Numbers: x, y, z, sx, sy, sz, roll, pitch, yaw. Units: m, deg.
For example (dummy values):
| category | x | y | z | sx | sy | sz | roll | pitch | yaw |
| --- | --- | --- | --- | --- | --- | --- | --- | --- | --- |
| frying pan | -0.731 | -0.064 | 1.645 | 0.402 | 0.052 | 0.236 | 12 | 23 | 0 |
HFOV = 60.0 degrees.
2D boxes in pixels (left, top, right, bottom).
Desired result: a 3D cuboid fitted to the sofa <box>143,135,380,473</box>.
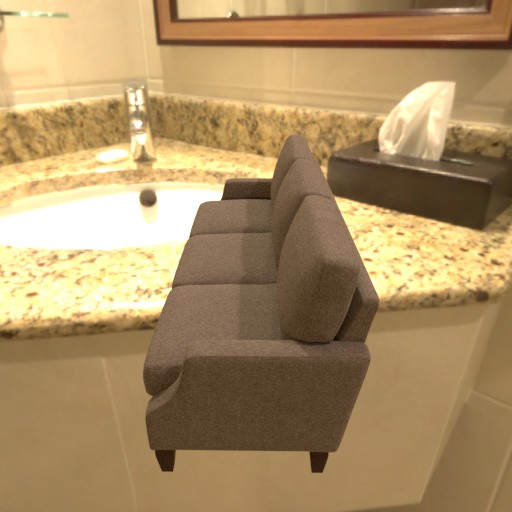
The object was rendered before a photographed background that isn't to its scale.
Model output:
| category | x | y | z | sx | sy | sz | roll | pitch | yaw |
| --- | --- | --- | --- | --- | --- | --- | --- | --- | --- |
| sofa | 0.000 | 0.000 | 2.528 | 0.888 | 0.984 | 2.115 | 0 | 27 | 0 |
